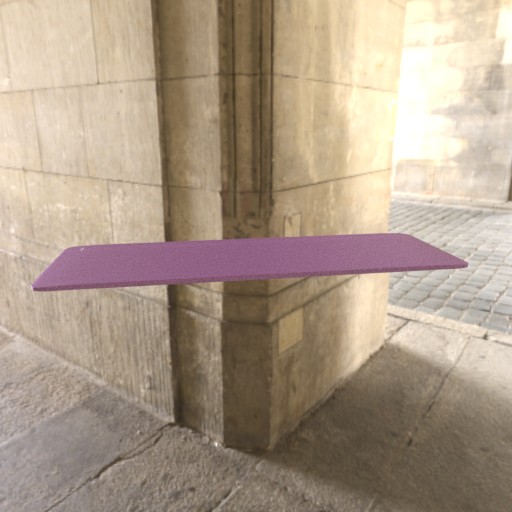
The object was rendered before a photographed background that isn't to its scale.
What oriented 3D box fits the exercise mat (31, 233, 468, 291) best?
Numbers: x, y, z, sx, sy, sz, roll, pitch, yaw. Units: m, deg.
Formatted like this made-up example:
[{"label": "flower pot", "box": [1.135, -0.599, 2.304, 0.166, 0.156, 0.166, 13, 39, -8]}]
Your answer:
[{"label": "exercise mat", "box": [0.000, 0.000, 2.123, 1.869, 0.021, 0.616, -3, 17, -9]}]
